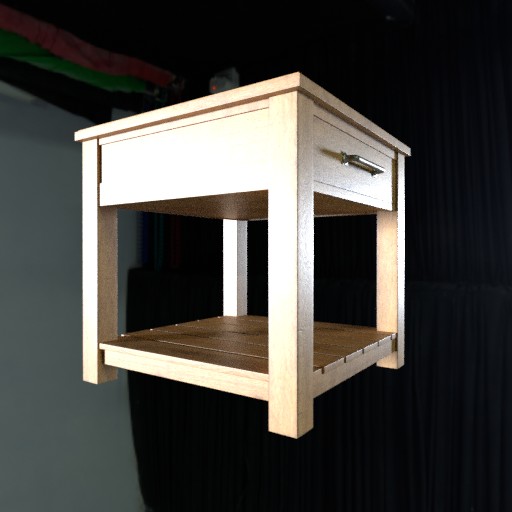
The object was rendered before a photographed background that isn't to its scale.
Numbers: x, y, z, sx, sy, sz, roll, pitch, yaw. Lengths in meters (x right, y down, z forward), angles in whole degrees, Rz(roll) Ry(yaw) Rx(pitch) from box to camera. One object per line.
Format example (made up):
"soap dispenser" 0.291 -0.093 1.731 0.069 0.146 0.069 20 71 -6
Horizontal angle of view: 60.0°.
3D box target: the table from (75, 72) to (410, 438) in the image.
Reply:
"table" 0.000 0.000 1.124 0.612 0.593 0.616 0 0 35
